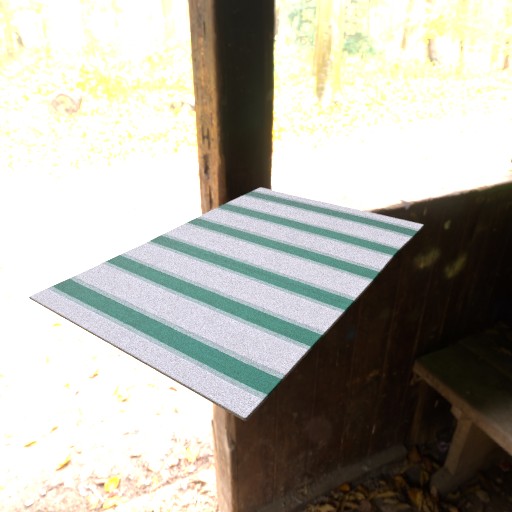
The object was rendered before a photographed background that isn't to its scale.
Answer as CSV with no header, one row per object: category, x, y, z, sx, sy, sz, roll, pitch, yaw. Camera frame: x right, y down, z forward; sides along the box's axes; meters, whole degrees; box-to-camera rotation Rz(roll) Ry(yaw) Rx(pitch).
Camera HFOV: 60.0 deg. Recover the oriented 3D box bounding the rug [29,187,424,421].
rug,0.000,0.000,2.338,1.210,0.012,1.829,18,33,31
